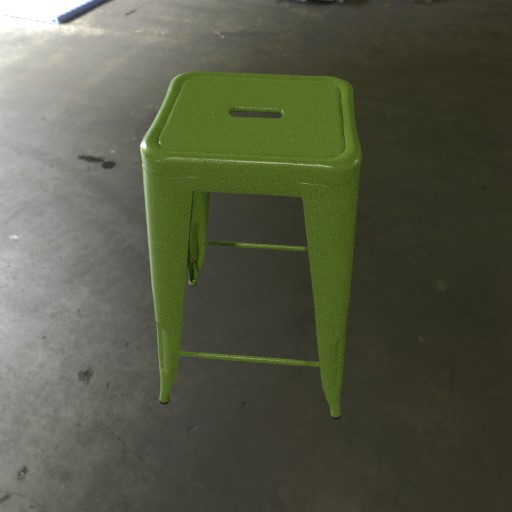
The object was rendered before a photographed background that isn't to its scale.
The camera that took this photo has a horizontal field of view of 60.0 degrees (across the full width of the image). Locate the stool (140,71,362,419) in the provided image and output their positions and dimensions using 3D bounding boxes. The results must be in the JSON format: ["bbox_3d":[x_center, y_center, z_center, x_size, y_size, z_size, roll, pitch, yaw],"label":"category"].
[{"bbox_3d":[0.000,0.000,0.859,0.398,0.609,0.358,4,47,4],"label":"stool"}]
